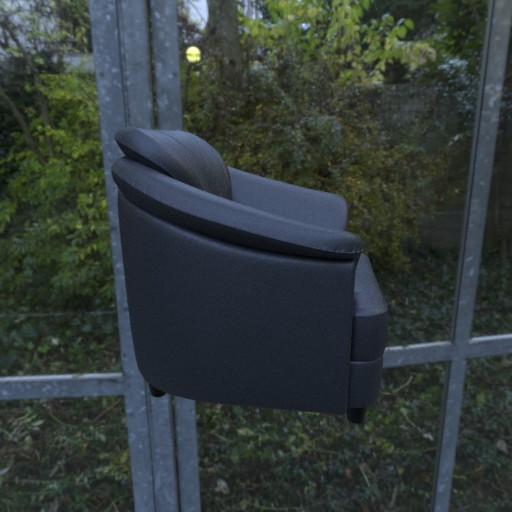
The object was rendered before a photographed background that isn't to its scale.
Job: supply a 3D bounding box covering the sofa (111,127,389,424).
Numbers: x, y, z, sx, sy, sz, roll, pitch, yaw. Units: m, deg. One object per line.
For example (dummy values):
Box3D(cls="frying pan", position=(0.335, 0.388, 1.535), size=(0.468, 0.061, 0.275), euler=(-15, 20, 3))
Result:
Box3D(cls="sofa", position=(0.000, 0.000, 1.465), size=(0.794, 0.811, 0.870), euler=(2, 14, 8))
